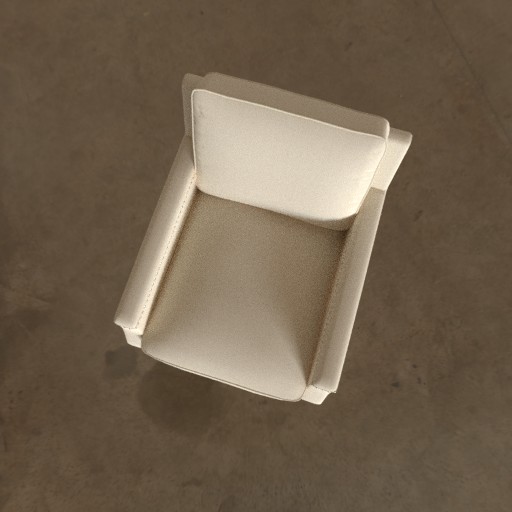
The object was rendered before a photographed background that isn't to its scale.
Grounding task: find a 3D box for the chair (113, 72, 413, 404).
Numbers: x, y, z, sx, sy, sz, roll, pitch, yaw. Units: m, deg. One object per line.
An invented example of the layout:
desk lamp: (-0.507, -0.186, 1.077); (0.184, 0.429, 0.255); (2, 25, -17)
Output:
chair: (0.000, 0.000, 1.775); (0.853, 0.943, 1.014); (17, 76, 4)
